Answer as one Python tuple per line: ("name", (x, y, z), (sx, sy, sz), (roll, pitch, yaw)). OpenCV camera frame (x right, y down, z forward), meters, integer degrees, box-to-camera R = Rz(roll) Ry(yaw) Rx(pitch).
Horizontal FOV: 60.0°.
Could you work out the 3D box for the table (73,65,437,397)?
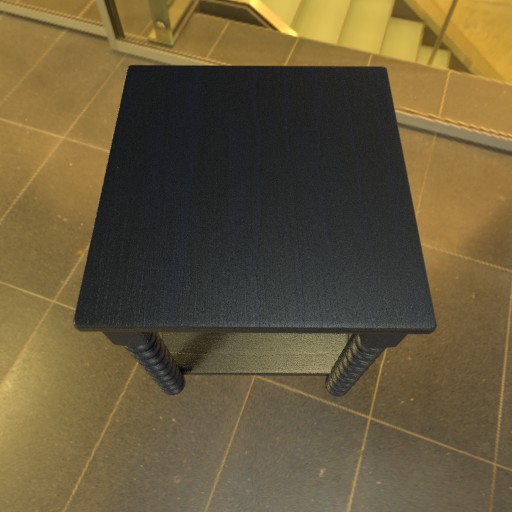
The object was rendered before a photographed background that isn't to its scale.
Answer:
("table", (0.000, 0.000, 0.976), (0.500, 0.567, 0.533), (0, 62, 0))
